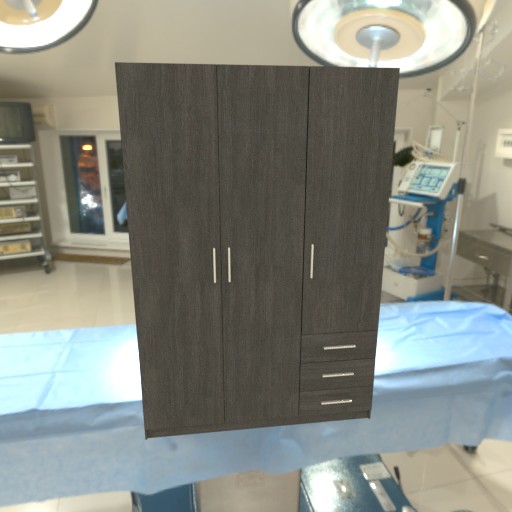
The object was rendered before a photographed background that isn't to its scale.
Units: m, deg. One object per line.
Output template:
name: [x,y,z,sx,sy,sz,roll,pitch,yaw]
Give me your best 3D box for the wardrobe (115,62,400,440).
wardrobe: [0.000,0.000,2.471,1.290,1.910,0.510,-2,16,-8]
